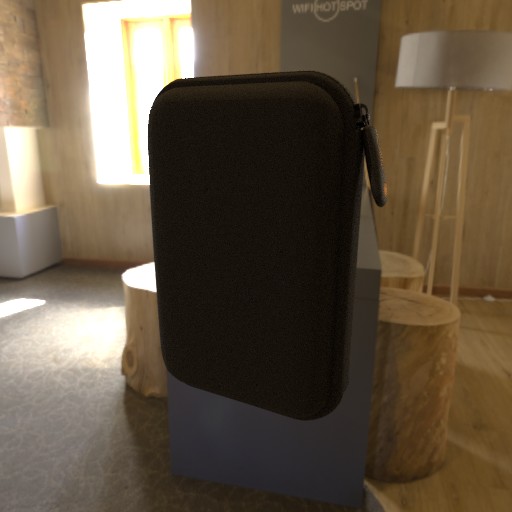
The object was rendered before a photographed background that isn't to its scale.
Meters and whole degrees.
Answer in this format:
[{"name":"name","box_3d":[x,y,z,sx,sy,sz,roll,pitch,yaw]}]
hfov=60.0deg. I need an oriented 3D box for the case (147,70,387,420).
[{"name":"case","box_3d":[0.000,0.000,0.193,0.107,0.147,0.030,8,18,26]}]
